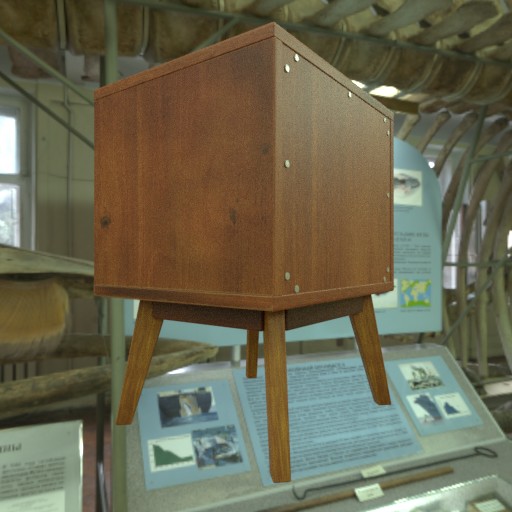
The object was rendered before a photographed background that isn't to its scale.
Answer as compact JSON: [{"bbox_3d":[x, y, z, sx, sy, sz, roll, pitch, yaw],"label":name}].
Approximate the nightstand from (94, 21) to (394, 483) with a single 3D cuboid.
[{"bbox_3d":[0.000,0.000,0.887,0.411,0.618,0.460,0,0,36],"label":"nightstand"}]
